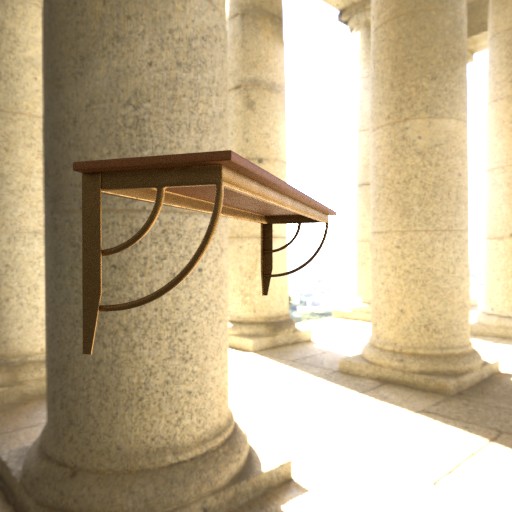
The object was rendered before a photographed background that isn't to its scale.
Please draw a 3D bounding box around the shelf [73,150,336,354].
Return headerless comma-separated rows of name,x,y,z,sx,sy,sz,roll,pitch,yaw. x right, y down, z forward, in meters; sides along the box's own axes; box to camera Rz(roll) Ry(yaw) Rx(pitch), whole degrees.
shelf,0.000,0.000,0.708,0.166,0.190,0.636,0,1,18
